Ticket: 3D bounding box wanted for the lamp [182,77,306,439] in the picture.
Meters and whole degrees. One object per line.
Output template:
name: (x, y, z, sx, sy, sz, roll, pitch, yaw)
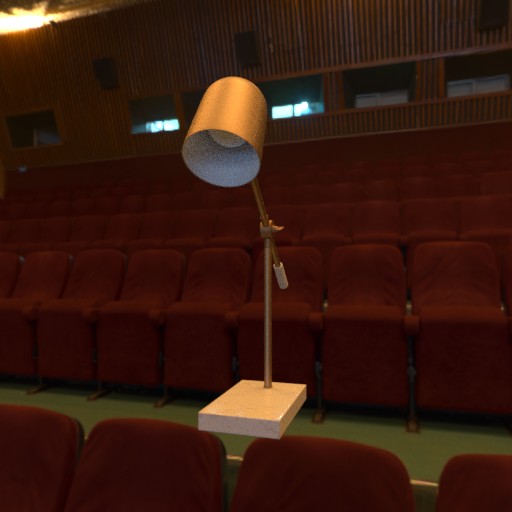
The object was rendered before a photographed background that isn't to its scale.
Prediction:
lamp: (0.000, 0.000, 0.849, 0.144, 0.603, 0.471, -1, -2, 17)
